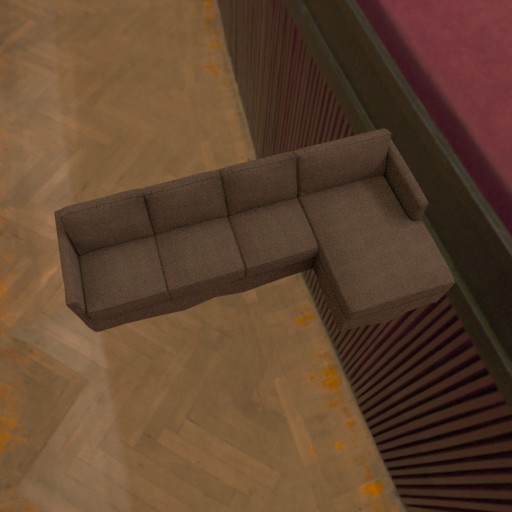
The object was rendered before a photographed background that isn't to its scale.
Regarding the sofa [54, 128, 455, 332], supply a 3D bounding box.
[{"bbox_3d":[0.000,0.000,3.973,3.205,0.922,1.650,-16,64,-8],"label":"sofa"}]
